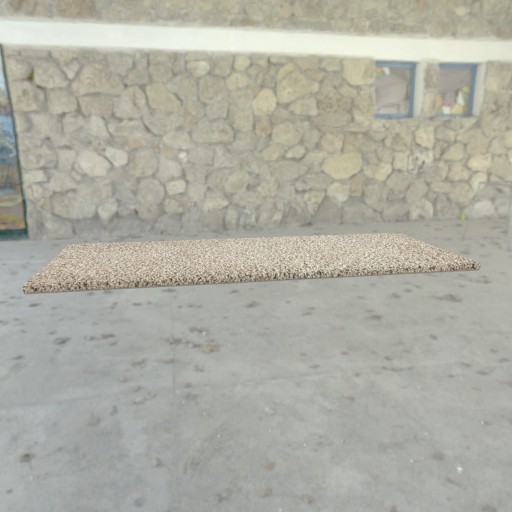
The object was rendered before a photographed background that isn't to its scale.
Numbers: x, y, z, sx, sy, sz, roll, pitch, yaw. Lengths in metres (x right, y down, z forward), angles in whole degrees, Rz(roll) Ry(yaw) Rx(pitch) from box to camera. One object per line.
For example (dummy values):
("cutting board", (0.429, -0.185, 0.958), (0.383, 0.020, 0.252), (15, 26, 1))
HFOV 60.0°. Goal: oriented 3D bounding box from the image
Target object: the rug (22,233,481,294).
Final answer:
("rug", (0.000, 0.000, 1.733), (1.524, 0.030, 0.609), (-2, 14, -10))
